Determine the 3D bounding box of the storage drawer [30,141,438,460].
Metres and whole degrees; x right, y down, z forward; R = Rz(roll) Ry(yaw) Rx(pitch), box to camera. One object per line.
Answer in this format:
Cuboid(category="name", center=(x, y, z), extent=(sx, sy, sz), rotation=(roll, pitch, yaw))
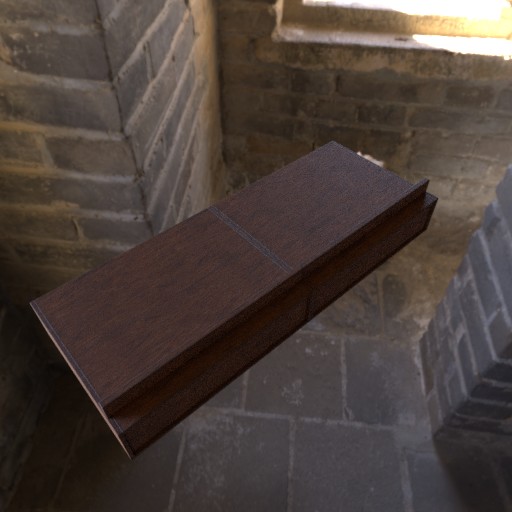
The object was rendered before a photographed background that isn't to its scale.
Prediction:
Cuboid(category="storage drawer", center=(0.000, 0.000, 2.191), extent=(1.914, 0.339, 0.774), rotation=(-32, 54, -27))
